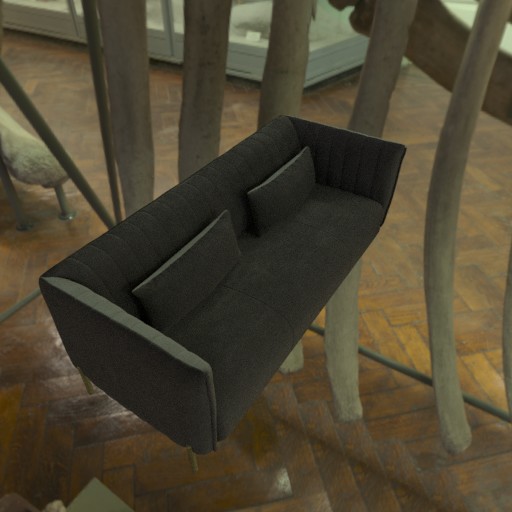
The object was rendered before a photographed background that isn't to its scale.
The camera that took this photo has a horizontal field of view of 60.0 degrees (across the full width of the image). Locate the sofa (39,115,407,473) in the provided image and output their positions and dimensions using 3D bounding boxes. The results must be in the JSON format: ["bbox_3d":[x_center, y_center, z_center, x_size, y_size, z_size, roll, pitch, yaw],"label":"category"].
[{"bbox_3d":[0.000,0.000,2.416,0.876,0.780,1.980,23,46,25],"label":"sofa"}]
